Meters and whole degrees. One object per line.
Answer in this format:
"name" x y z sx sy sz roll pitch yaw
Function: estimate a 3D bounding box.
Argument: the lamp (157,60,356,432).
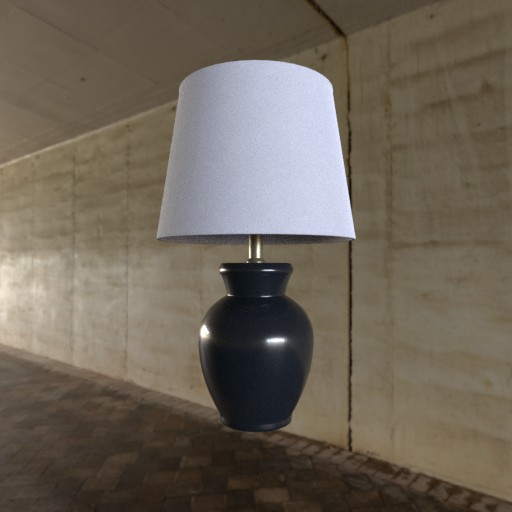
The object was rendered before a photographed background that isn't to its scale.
"lamp" 0.000 0.000 0.545 0.239 0.399 0.239 0 -1 0
